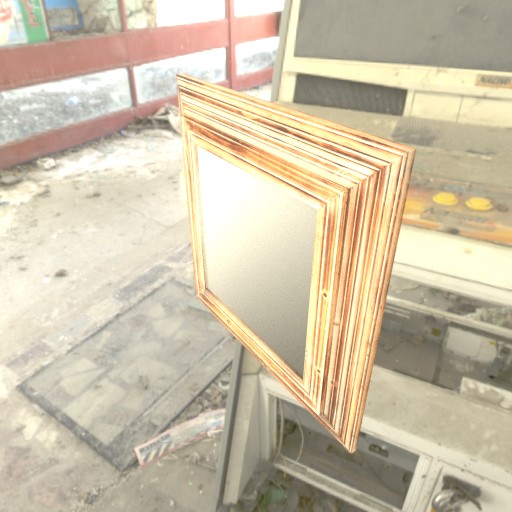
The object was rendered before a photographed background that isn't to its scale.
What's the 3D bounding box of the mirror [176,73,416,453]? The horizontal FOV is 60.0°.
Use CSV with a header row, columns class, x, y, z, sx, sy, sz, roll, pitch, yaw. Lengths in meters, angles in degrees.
class,x,y,z,sx,sy,sz,roll,pitch,yaw
mirror,0.000,0.000,1.196,0.061,0.804,0.804,-21,38,-30
